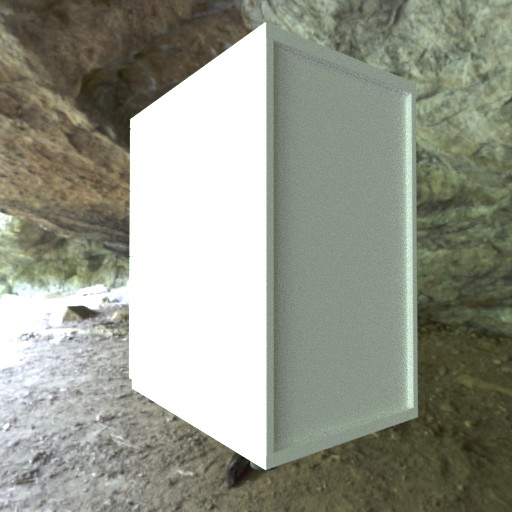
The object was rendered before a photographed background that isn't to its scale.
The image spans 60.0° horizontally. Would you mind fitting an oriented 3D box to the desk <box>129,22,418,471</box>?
[{"bbox_3d":[0.000,0.000,1.058,0.404,0.730,0.600,1,-1,-36],"label":"desk"}]
